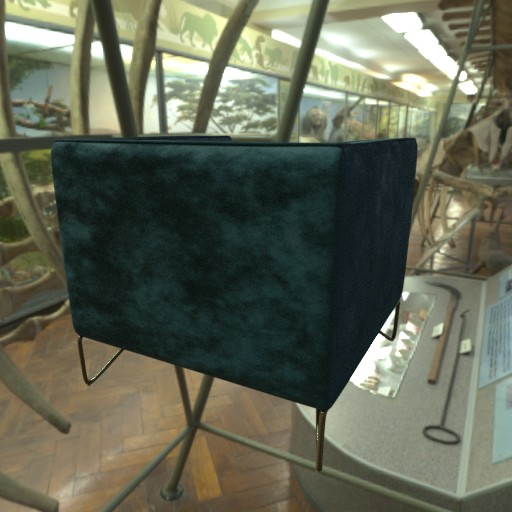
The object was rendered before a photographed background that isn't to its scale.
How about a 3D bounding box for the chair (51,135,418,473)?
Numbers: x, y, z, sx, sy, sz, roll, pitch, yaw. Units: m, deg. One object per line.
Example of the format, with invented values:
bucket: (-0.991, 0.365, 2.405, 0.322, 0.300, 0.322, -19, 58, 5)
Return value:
chair: (0.000, 0.000, 1.520, 0.880, 0.790, 0.894, 9, 18, 27)
